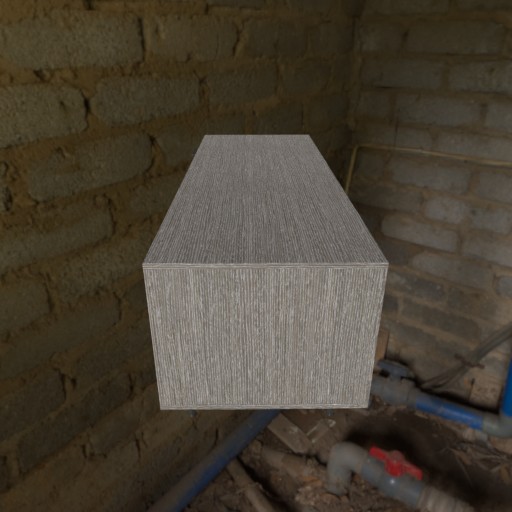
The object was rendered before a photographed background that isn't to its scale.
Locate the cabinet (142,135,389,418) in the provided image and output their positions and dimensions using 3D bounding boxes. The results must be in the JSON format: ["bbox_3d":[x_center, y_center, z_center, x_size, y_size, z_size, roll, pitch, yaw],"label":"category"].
[{"bbox_3d":[0.000,0.000,1.569,0.500,0.599,1.300,0,26,-1],"label":"cabinet"}]
